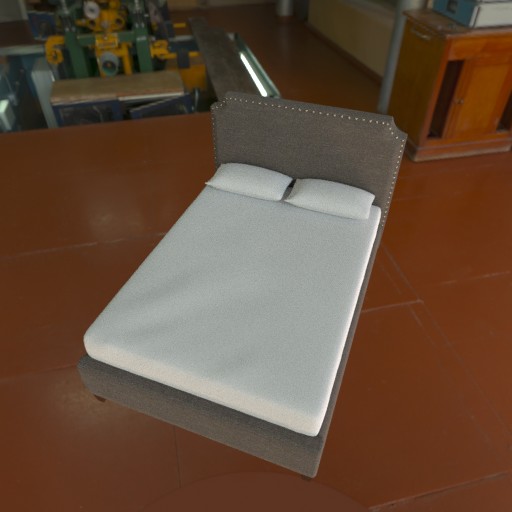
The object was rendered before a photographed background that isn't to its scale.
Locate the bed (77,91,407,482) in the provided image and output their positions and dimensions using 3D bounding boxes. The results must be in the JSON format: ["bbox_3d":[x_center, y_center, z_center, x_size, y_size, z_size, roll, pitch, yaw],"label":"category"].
[{"bbox_3d":[0.000,0.000,3.378,1.713,1.457,2.381,14,44,15],"label":"bed"}]
